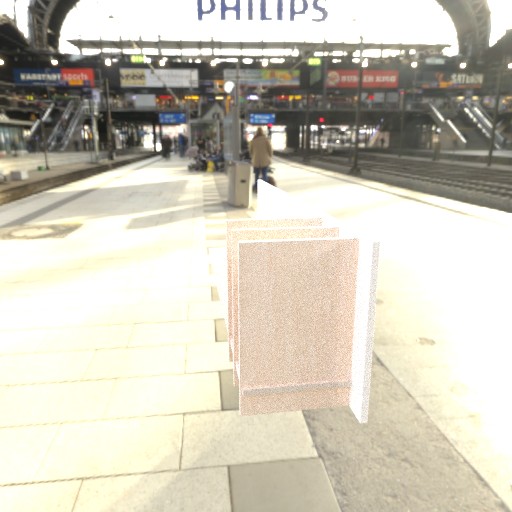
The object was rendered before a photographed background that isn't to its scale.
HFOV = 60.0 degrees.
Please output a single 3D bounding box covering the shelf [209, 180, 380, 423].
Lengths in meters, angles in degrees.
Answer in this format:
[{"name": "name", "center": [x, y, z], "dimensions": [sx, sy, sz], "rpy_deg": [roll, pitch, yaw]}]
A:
[{"name": "shelf", "center": [0.000, 0.000, 1.148], "dimensions": [0.200, 0.300, 1.020], "rpy_deg": [-2, 15, -9]}]
